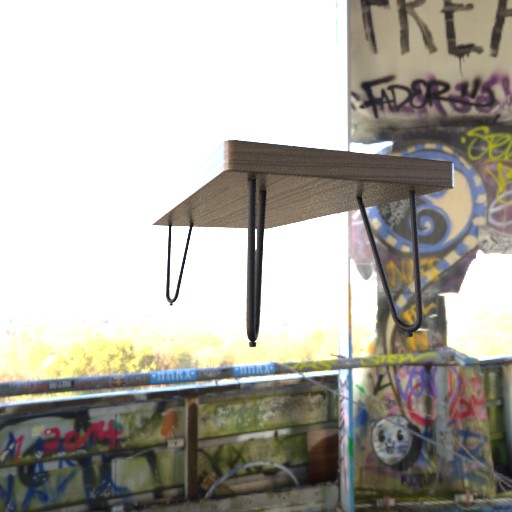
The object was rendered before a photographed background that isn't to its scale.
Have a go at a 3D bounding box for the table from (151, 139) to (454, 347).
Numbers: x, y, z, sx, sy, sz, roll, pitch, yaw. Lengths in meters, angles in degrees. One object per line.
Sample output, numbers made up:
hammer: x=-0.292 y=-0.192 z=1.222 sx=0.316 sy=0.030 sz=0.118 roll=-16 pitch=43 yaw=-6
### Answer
table: x=0.000 y=0.000 z=1.702 sx=0.637 sy=0.468 sz=1.375 roll=1 pitch=-2 yaw=-20
